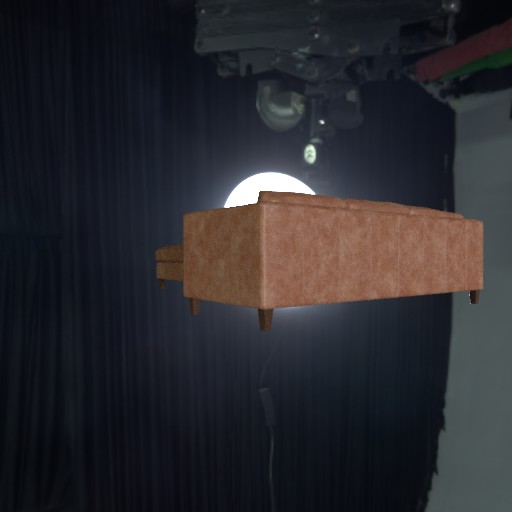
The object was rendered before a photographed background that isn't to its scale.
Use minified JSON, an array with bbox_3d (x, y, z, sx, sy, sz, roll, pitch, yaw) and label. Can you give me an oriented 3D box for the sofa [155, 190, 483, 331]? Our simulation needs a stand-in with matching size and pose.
[{"bbox_3d":[0.000,0.000,4.502,2.430,0.832,3.401,0,0,-36],"label":"sofa"}]
